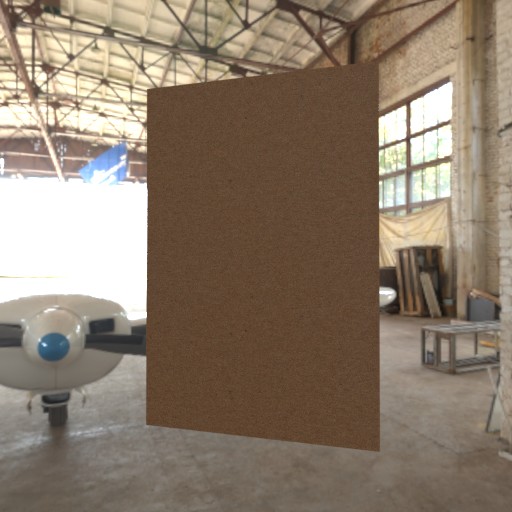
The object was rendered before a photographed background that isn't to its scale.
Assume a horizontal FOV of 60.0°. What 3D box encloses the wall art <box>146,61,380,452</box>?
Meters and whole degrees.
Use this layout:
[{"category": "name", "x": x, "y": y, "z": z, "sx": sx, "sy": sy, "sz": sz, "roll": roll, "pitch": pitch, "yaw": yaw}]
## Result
[{"category": "wall art", "x": 0.000, "y": 0.000, "z": 1.138, "sx": 0.610, "sy": 0.914, "sz": 0.037, "roll": 0, "pitch": -1, "yaw": 16}]
